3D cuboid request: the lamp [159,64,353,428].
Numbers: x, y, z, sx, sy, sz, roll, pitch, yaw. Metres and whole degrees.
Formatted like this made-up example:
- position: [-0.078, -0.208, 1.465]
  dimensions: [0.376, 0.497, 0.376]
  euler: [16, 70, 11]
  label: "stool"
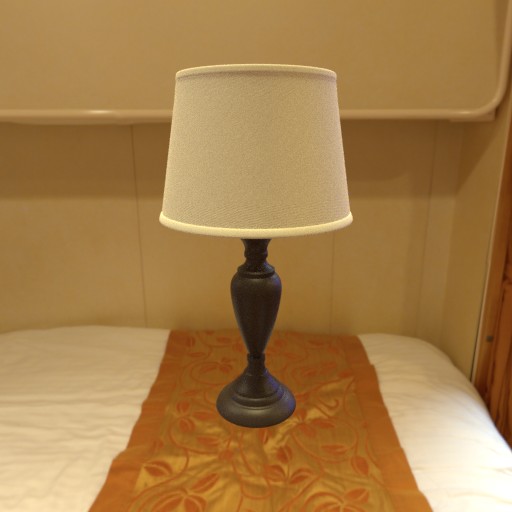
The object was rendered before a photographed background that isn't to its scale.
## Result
- position: [0.000, 0.000, 0.804]
  dimensions: [0.335, 0.611, 0.335]
  euler: [0, 16, 0]
  label: "lamp"
